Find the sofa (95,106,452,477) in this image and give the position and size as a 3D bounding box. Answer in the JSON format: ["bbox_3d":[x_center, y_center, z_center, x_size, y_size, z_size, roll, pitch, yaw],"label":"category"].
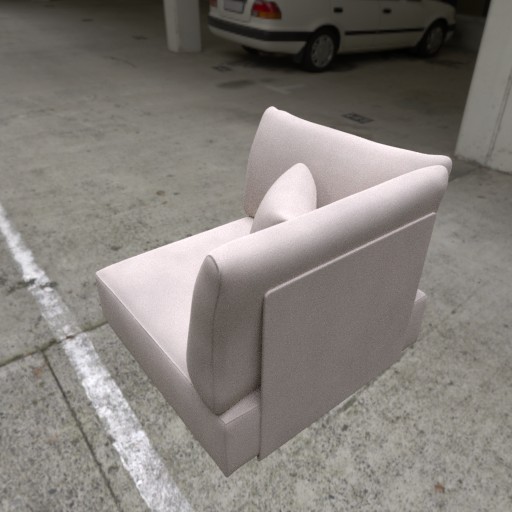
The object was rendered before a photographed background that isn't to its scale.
[{"bbox_3d":[0.000,0.000,1.701,1.000,0.820,1.000,-23,38,-32],"label":"sofa"}]
